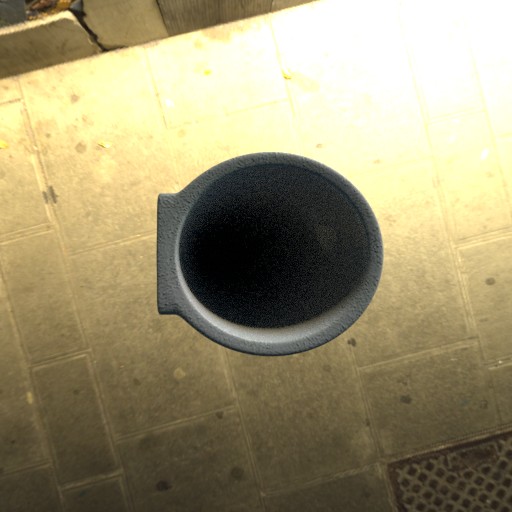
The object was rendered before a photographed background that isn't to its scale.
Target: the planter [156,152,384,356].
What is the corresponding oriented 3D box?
[{"bbox_3d":[0.000,0.000,0.219,0.064,0.191,0.057,0,90,-2],"label":"planter"}]
